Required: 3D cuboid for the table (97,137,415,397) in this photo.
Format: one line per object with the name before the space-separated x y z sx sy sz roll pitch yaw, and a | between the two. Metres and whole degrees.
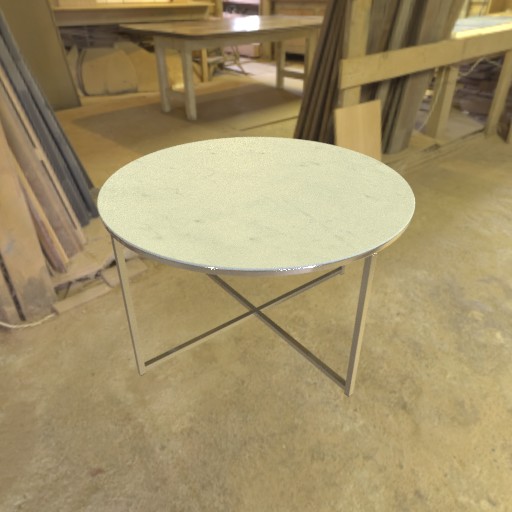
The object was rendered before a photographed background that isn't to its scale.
table | 0.000 0.000 1.284 0.800 0.450 0.800 0 32 0
